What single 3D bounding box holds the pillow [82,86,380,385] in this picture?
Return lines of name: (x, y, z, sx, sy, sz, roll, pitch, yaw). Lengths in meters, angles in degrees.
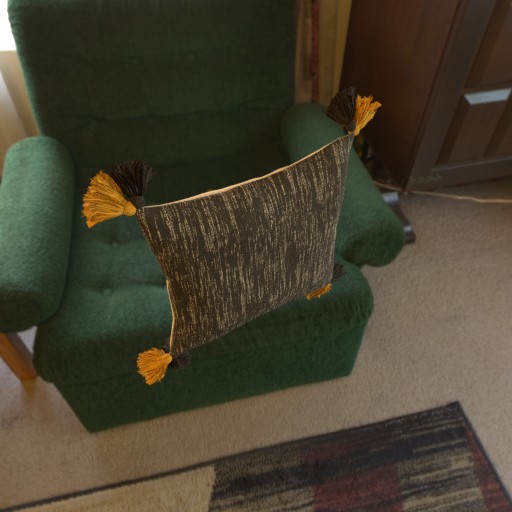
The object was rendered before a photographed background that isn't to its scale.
pillow: (0.000, 0.000, 1.002, 0.654, 0.659, 0.139, -23, 51, -20)
